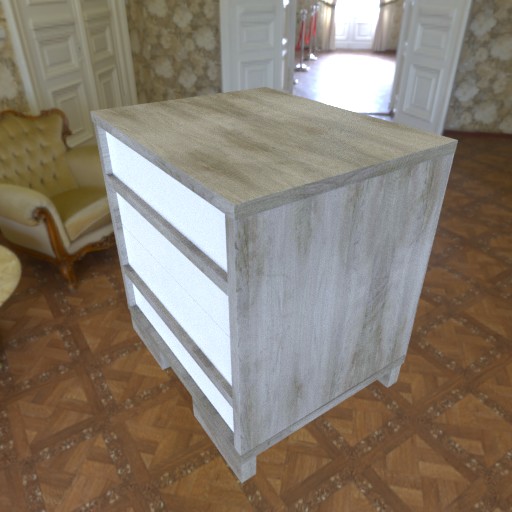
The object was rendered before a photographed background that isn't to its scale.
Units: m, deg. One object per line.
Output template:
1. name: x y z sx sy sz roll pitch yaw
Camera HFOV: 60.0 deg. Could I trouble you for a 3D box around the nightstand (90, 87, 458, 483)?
1. nightstand: 0.000 0.000 0.758 0.347 0.448 0.427 -20 37 -29
